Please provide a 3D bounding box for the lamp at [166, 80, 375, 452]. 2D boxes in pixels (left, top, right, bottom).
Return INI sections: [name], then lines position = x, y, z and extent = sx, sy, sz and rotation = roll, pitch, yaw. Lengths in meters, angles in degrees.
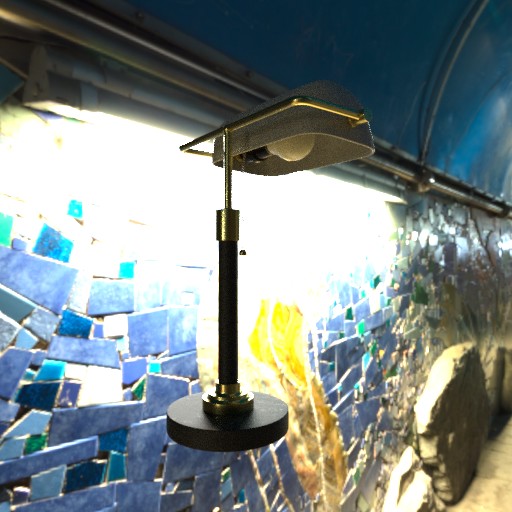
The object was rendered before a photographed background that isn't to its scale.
[lamp]
position = 0.000, 0.000, 0.552
extent = 0.227, 0.404, 0.269
rotation = 0, 0, -37
